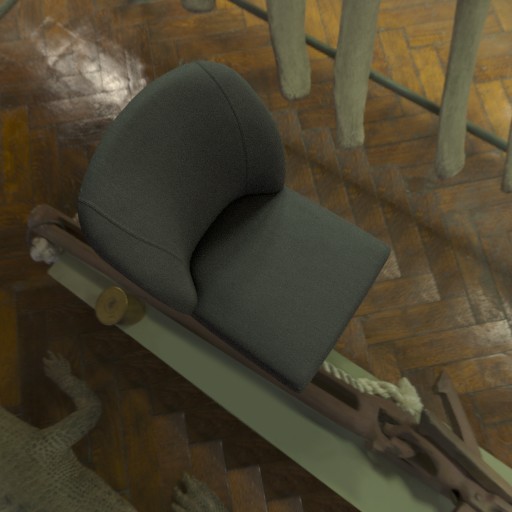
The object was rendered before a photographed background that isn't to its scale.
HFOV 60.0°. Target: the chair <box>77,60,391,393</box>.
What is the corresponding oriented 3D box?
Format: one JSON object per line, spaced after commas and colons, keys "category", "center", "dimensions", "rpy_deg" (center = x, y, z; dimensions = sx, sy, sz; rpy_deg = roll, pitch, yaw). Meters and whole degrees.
{"category": "chair", "center": [0.000, 0.000, 1.224], "dimensions": [0.619, 0.879, 0.506], "rpy_deg": [34, 78, 8]}
